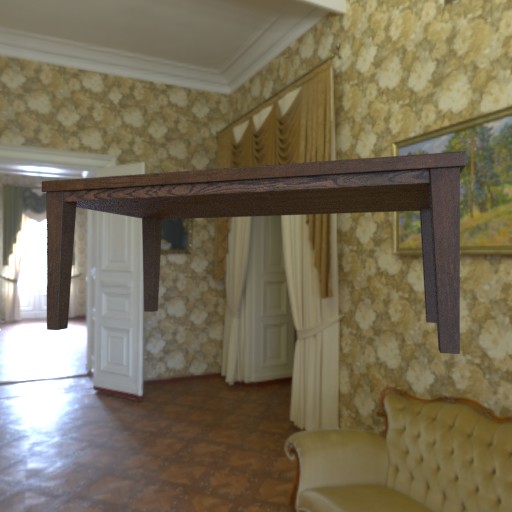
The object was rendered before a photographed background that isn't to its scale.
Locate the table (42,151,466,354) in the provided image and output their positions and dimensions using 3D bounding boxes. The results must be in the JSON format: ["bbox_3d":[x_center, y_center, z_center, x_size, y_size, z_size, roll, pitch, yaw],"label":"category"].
[{"bbox_3d":[0.000,0.000,2.438,1.981,0.762,1.016,0,-1,18],"label":"table"}]
